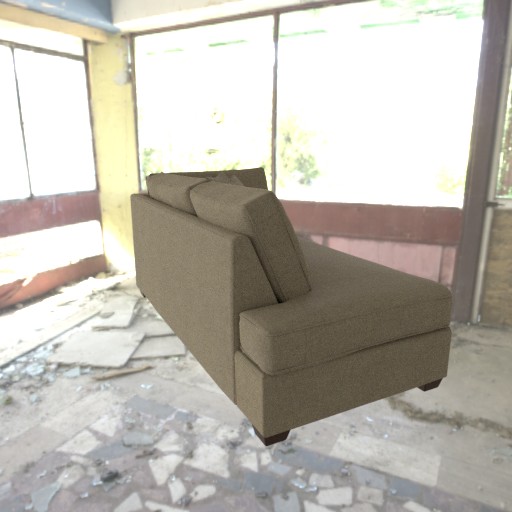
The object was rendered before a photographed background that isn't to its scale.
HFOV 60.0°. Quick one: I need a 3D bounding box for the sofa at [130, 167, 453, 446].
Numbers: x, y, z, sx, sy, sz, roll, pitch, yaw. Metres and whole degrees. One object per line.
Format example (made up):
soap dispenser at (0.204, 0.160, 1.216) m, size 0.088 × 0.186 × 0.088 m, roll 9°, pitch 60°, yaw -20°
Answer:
sofa at (0.000, 0.000, 2.824) m, size 1.110 × 1.019 × 2.238 m, roll -7°, pitch 16°, yaw -26°
